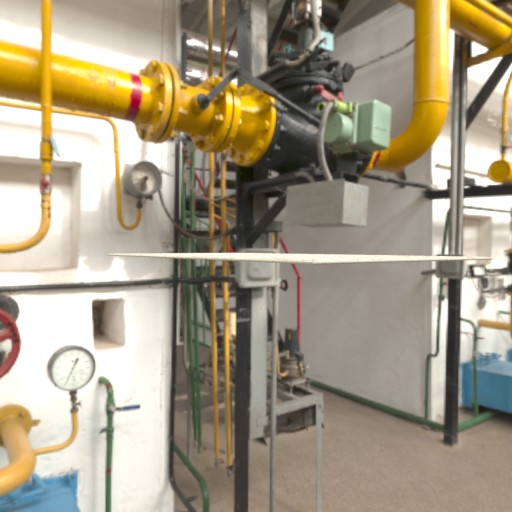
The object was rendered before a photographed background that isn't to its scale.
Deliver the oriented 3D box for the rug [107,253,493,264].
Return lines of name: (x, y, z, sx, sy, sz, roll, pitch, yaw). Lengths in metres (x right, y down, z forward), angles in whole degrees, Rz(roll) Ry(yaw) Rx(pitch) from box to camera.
rug: (0.000, 0.000, 1.443, 0.604, 0.007, 1.219, -1, 1, -35)
